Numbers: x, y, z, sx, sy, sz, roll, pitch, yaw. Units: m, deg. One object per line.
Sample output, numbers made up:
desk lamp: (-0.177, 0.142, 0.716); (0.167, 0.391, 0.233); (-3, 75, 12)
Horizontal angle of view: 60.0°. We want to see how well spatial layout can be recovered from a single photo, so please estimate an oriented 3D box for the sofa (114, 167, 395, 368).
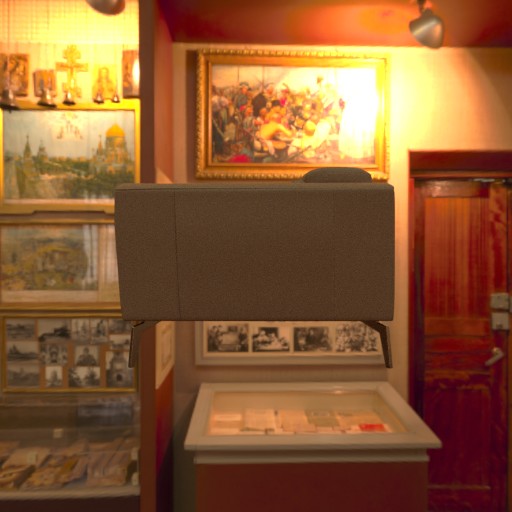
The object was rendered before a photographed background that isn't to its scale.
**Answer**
sofa: (0.000, 0.000, 2.463); (1.003, 0.779, 1.895); (0, 0, 0)
